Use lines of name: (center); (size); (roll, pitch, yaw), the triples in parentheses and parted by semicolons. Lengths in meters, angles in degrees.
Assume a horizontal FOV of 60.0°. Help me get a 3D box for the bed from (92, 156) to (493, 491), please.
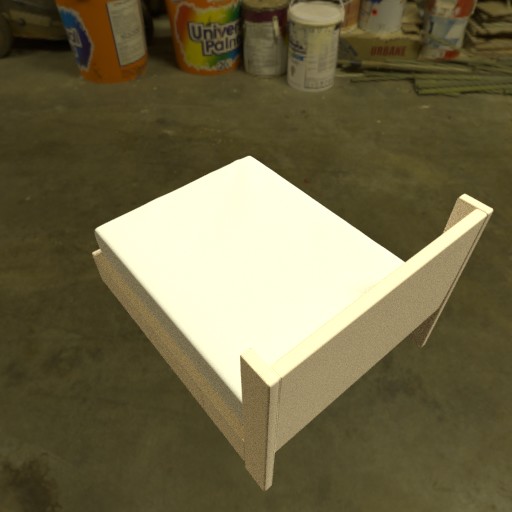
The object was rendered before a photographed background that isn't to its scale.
bed: (0.000, 0.000, 3.356); (1.765, 1.471, 2.280); (-31, 54, -26)
